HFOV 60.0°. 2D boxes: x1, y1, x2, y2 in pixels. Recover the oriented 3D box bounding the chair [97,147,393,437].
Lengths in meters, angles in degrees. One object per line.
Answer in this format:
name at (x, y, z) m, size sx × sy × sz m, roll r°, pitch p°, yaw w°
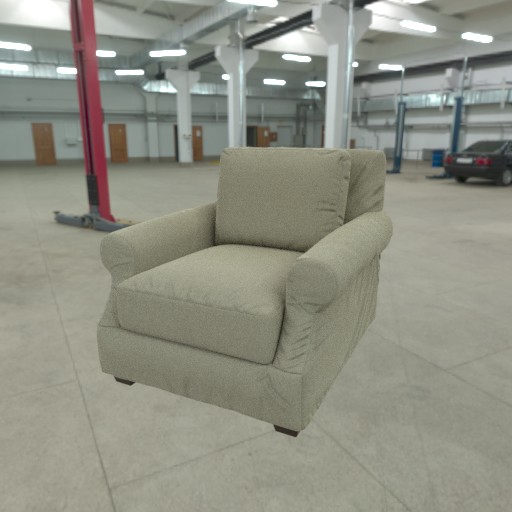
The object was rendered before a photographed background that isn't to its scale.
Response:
chair at (0.000, 0.000, 1.831) m, size 0.940 × 0.866 × 1.066 m, roll 7°, pitch 17°, yaw 25°
